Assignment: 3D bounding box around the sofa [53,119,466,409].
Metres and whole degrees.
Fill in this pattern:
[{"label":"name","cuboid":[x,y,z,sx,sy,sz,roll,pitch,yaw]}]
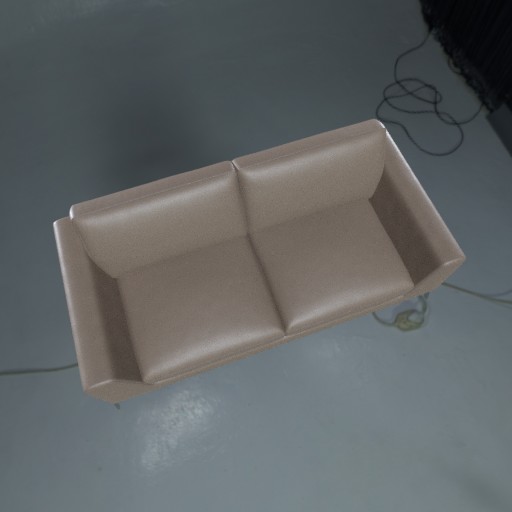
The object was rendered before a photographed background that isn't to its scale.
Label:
[{"label":"sofa","cuboid":[0.000,0.000,2.491,2.017,0.875,0.953,-18,66,-8]}]
